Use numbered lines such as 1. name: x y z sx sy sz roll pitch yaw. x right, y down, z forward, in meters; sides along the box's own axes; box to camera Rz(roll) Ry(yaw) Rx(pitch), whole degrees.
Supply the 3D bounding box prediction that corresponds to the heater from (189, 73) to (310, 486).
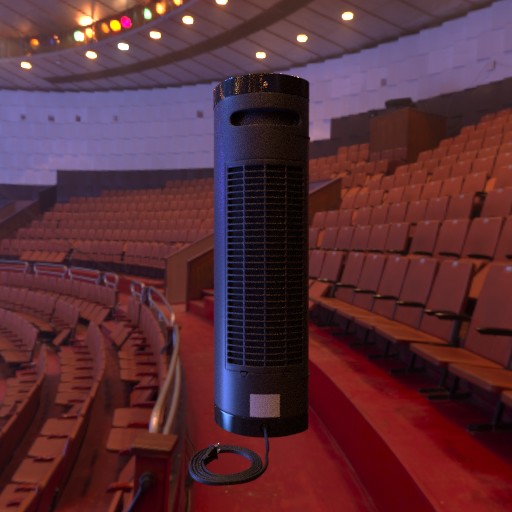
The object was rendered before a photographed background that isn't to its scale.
1. heater: 0.000 0.000 0.684 0.174 0.552 0.312 0 1 1
